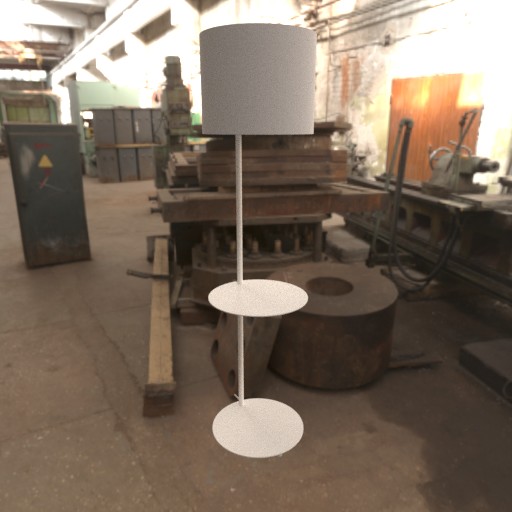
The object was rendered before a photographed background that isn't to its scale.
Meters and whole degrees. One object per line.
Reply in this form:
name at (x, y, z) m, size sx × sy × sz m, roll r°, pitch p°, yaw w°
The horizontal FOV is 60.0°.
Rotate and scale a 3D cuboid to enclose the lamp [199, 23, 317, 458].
lamp at (0.000, 0.000, 1.626) m, size 0.372 × 1.465 × 0.405 m, roll -8°, pitch 18°, yaw -26°
